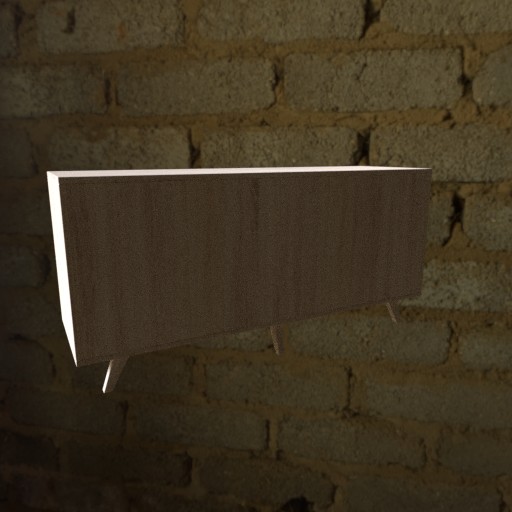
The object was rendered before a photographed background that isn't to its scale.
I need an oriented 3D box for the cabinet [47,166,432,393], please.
[{"bbox_3d":[0.000,0.000,2.045,1.650,0.780,0.500,-7,15,-27],"label":"cabinet"}]
